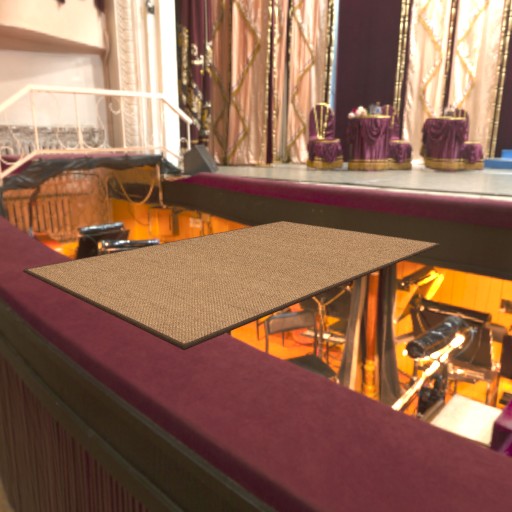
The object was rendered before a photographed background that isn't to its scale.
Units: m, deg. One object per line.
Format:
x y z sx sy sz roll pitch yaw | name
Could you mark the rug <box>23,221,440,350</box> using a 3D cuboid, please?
0.000 0.000 2.062 1.067 0.013 1.676 13 19 41 | rug
